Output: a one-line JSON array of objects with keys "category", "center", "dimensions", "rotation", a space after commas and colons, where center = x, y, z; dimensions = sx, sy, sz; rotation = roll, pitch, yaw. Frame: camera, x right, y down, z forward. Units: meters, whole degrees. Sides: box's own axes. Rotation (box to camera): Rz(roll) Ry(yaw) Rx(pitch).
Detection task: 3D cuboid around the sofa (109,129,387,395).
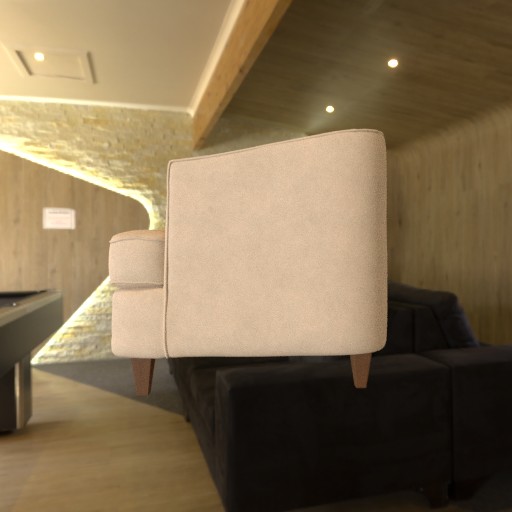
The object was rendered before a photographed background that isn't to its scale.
[{"category": "sofa", "center": [0.000, 0.000, 2.194], "dimensions": [0.940, 0.878, 1.731], "rotation": [0, 0, 0]}]
